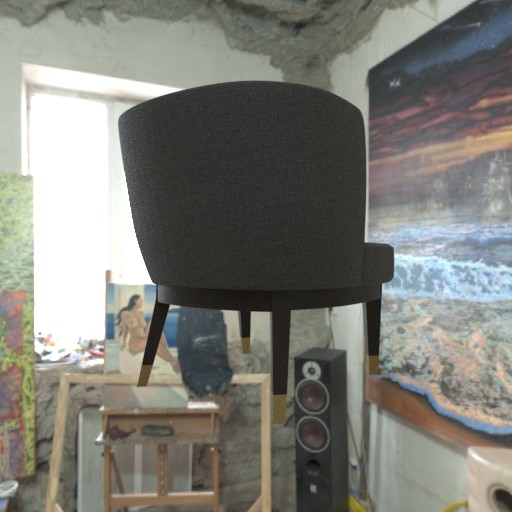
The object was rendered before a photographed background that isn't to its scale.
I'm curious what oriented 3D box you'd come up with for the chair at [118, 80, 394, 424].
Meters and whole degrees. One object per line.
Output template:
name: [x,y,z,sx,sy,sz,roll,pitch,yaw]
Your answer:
chair: [0.000,0.000,1.234,0.639,0.695,0.698,0,0,36]
